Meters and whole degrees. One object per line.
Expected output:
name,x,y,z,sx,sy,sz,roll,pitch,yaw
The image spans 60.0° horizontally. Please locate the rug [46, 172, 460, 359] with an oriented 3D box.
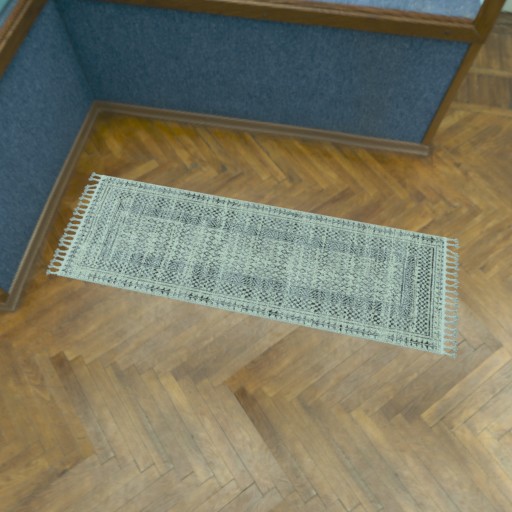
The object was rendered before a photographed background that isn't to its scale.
rug,0.000,0.000,2.749,2.480,0.013,0.786,11,64,5
